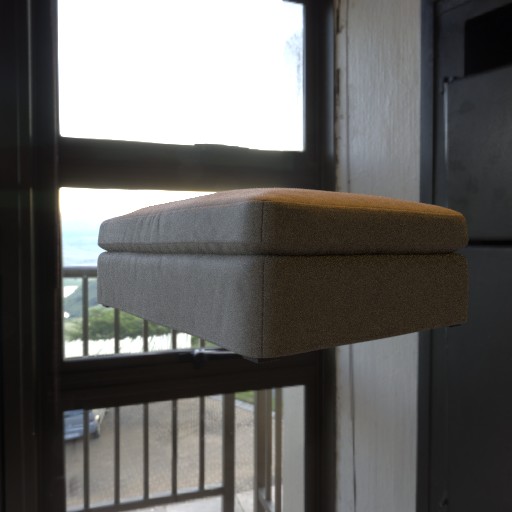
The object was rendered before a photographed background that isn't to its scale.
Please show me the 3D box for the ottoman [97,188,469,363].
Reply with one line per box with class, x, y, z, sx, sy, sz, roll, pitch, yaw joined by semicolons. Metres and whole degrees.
ottoman;0.000;0.000;1.617;0.840;0.429;1.199;-1;1;-35
